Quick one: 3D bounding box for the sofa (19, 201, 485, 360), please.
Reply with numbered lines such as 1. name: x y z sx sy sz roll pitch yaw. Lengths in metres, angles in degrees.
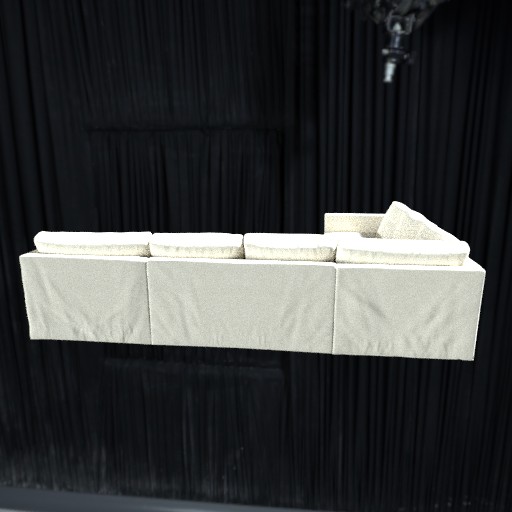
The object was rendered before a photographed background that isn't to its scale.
1. sofa: 0.000 0.000 4.444 3.460 0.882 2.427 2 15 6
